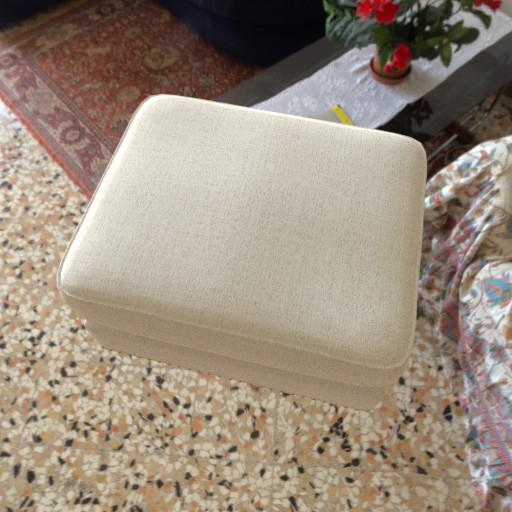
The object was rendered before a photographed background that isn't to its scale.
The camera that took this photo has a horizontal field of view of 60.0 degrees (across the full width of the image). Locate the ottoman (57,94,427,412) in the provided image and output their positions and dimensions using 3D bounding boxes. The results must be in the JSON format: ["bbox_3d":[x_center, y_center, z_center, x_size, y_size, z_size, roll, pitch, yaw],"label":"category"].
[{"bbox_3d":[0.000,0.000,1.134,0.738,0.537,0.589,12,63,6],"label":"ottoman"}]
